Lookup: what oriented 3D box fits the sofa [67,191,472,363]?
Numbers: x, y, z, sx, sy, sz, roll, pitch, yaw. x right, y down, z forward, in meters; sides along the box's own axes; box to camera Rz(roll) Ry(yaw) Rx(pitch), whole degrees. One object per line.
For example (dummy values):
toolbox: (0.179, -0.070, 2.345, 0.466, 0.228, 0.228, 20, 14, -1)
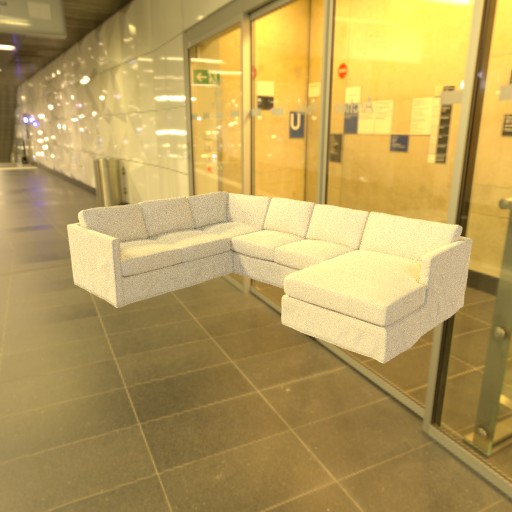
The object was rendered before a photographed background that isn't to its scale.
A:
sofa: (0.000, 0.000, 4.585, 3.460, 0.882, 2.427, 15, 22, 42)
